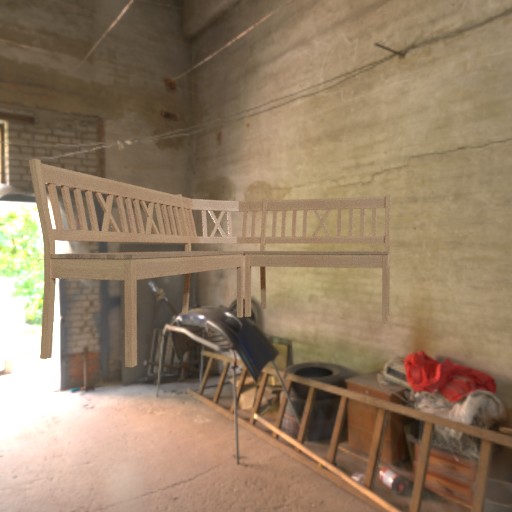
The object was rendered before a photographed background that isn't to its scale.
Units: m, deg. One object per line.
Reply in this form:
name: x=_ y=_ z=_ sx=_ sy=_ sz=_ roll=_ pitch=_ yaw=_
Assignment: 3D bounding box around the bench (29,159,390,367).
bench: x=0.000 y=0.000 z=2.700 sx=1.537 sy=0.902 sz=1.937 roll=0 pitch=1 yaw=18
